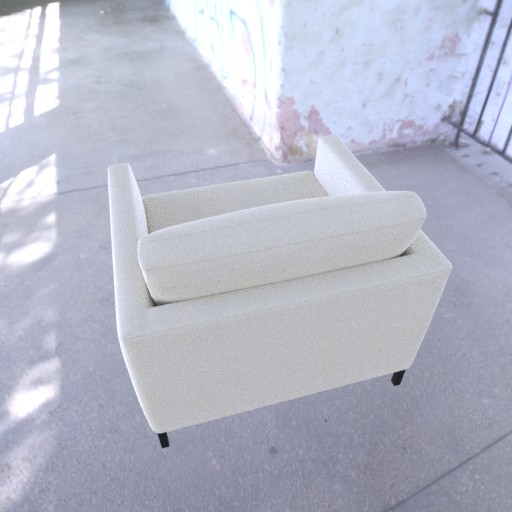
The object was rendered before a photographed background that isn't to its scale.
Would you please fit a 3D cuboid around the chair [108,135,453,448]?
[{"bbox_3d":[0.000,0.000,1.618,0.964,0.806,0.875,-11,43,-12],"label":"chair"}]
